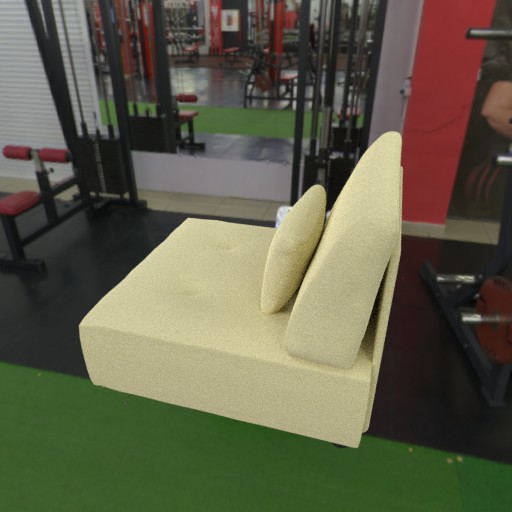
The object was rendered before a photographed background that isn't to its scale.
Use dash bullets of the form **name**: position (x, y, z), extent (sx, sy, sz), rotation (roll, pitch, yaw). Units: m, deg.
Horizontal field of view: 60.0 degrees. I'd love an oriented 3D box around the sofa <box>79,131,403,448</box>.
- **sofa**: position (0.000, 0.000, 1.717), extent (1.000, 0.820, 0.930), rotation (8, 30, 14)
